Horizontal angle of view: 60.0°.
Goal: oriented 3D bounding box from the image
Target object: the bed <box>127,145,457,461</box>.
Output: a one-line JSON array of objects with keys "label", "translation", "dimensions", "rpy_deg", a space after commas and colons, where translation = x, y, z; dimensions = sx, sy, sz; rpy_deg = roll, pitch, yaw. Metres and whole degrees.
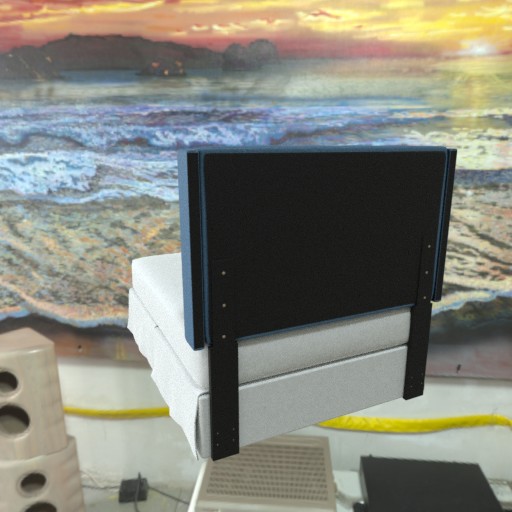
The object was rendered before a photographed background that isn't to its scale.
[{"label": "bed", "translation": [0.000, 0.000, 3.422], "dimensions": [1.719, 1.665, 2.078], "rpy_deg": [-7, 16, -25]}]
